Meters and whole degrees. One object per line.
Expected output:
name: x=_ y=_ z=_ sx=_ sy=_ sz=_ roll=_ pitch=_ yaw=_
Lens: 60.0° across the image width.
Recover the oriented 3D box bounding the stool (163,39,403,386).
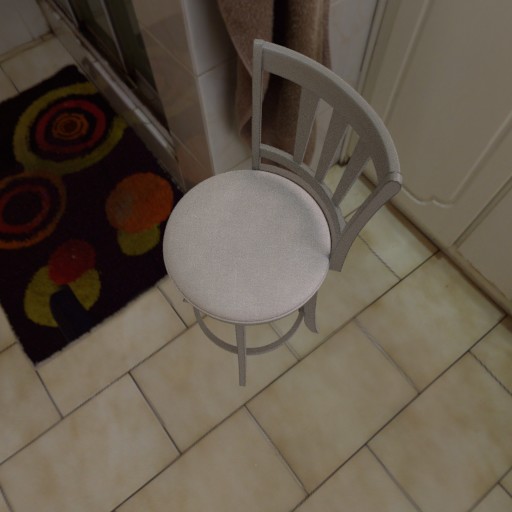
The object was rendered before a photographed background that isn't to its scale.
stool: x=0.000 y=0.000 z=1.256 sx=0.486 sy=0.994 sz=0.450 roll=-33 pitch=69 yaw=-14
